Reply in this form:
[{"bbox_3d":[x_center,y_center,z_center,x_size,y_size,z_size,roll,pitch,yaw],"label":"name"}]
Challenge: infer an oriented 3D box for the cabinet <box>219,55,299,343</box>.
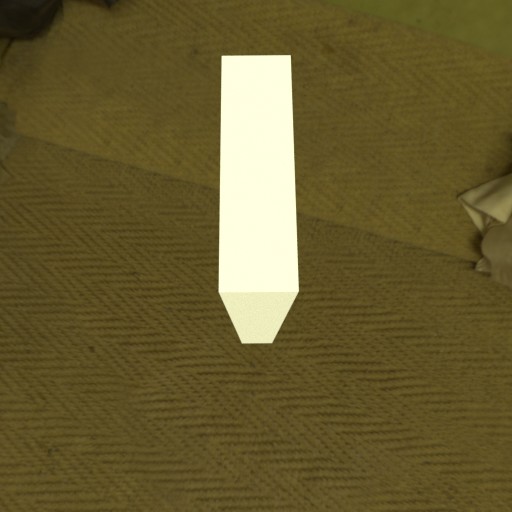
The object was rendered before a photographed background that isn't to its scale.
[{"bbox_3d":[0.000,0.000,1.963,0.192,1.770,0.643,-1,75,0],"label":"cabinet"}]
